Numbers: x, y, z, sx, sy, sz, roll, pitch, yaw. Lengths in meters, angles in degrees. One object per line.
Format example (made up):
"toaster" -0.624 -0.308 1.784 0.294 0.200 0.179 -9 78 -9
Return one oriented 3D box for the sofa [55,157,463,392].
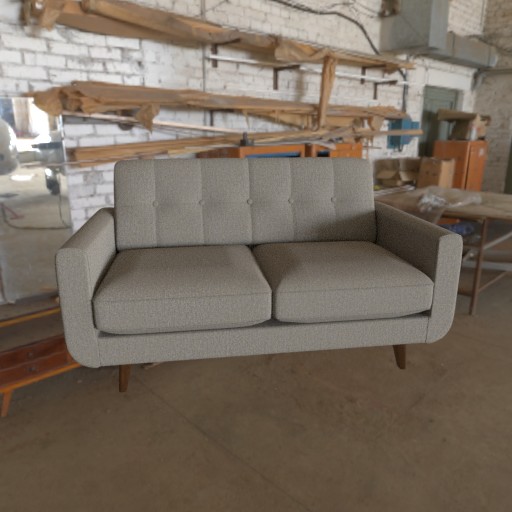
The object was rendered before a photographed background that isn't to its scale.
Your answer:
"sofa" 0.000 0.000 2.218 1.651 0.925 0.952 -2 16 -8
